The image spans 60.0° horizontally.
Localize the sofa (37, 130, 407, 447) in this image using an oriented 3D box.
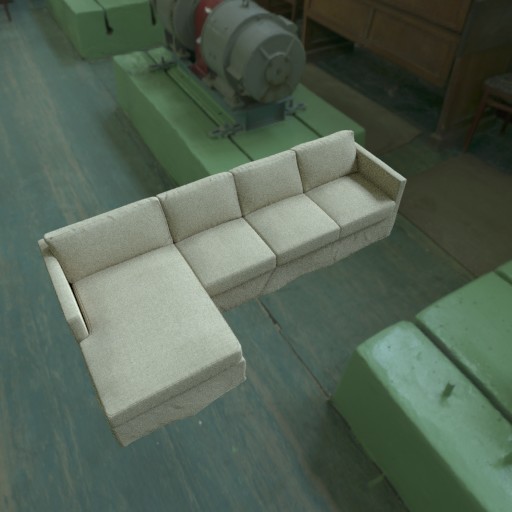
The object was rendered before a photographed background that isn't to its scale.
[{"bbox_3d":[0.000,0.000,3.841,3.205,0.922,1.650,-23,50,-21],"label":"sofa"}]
